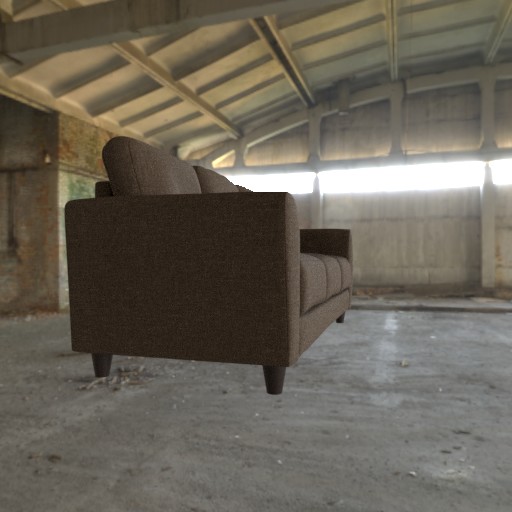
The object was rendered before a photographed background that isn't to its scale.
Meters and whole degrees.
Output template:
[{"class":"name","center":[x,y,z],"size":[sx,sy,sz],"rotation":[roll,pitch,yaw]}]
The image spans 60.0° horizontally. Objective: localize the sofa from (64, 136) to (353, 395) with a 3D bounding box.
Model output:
[{"class":"sofa","center":[0.000,0.000,2.305],"size":[0.837,0.891,1.847],"rotation":[0,0,18]}]
